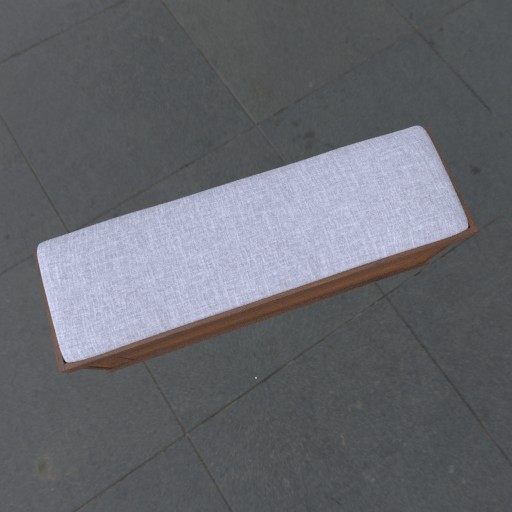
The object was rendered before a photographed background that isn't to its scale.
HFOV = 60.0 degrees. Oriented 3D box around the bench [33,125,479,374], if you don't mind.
[{"bbox_3d":[0.000,0.000,1.431,1.196,0.468,0.367,-18,75,-5],"label":"bench"}]
